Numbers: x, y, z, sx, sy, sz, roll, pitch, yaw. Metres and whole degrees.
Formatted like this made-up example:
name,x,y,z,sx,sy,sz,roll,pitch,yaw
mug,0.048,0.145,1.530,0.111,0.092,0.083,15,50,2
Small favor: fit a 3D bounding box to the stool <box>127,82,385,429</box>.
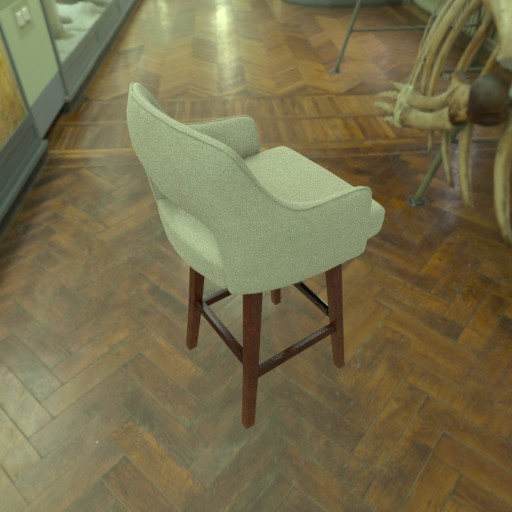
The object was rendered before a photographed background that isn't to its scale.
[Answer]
name,x,y,z,sx,sy,sz,roll,pitch,yaw
stool,0.000,0.000,1.341,0.560,1.041,0.550,-24,46,-26
